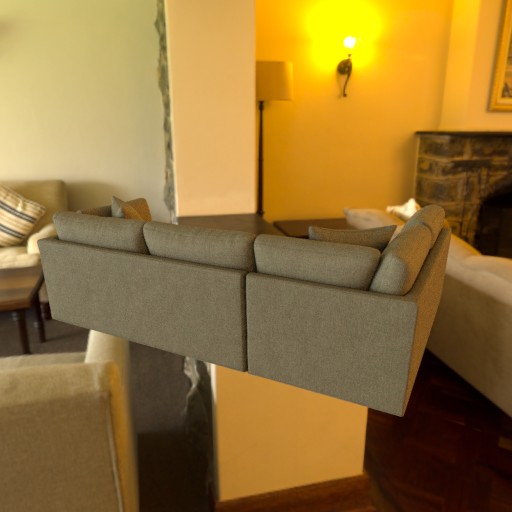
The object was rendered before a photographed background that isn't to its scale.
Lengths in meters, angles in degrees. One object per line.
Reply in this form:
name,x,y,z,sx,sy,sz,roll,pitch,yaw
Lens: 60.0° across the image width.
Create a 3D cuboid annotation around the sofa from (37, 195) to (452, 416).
sofa,0.000,0.000,3.776,2.896,0.978,1.994,8,18,26
